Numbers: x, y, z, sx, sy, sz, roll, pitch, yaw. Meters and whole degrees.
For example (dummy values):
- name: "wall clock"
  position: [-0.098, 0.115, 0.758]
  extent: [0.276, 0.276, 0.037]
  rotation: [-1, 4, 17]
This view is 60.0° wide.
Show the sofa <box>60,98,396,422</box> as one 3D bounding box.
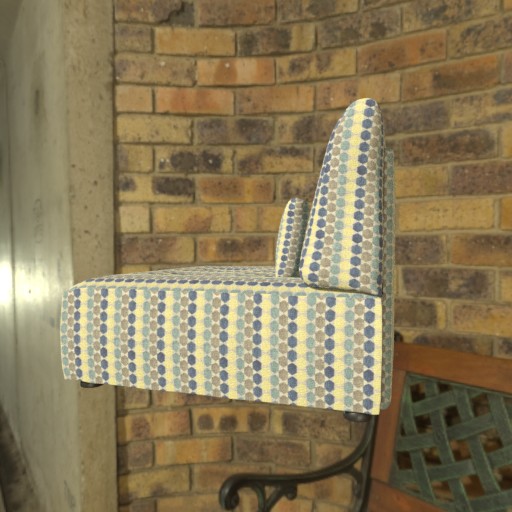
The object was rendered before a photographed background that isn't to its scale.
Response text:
- name: "sofa"
  position: [0.000, 0.000, 1.679]
  extent: [1.000, 0.830, 0.930]
  rotation: [0, 1, 18]
